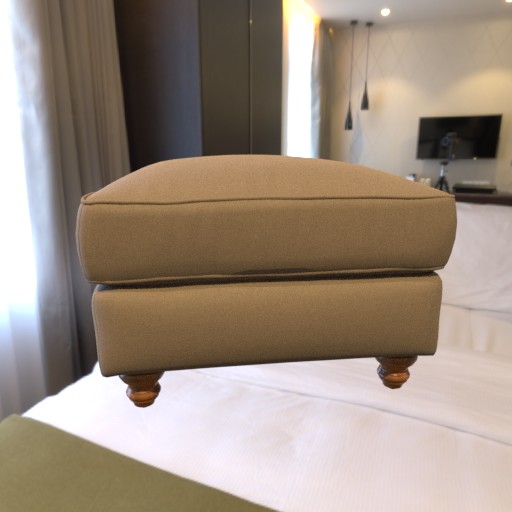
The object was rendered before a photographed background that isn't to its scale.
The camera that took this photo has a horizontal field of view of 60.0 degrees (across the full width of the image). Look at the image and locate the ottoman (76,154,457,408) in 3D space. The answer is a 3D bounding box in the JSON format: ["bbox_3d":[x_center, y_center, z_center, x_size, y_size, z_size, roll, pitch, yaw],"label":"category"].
[{"bbox_3d":[0.000,0.000,1.136,0.721,0.505,0.662,-2,14,-7],"label":"ottoman"}]
